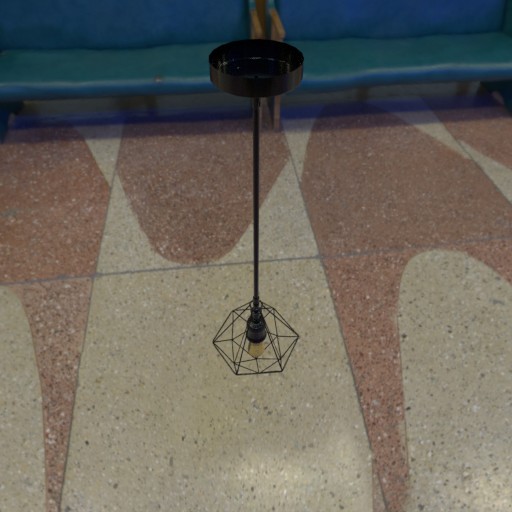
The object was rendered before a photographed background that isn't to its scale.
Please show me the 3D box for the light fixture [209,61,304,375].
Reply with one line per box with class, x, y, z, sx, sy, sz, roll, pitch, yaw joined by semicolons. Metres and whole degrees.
light fixture;0.000;0.000;1.999;0.487;1.764;0.431;-3;46;-3
